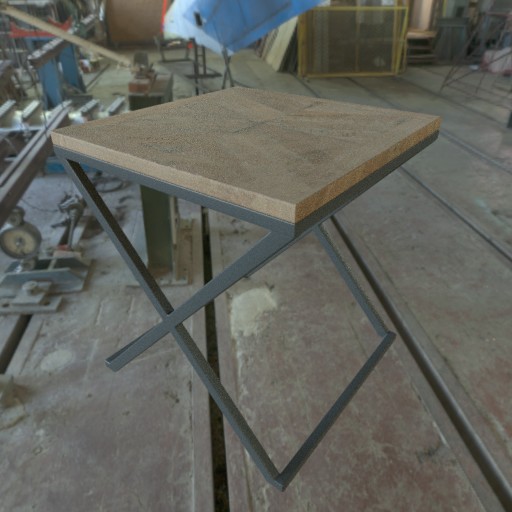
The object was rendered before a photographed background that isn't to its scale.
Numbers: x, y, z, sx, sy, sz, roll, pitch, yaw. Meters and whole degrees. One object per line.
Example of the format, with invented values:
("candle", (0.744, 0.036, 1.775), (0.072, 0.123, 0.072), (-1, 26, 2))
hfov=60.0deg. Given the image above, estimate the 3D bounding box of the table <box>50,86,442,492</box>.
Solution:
("table", (0.000, 0.000, 0.926), (0.498, 0.550, 0.499), (22, 37, 31))
